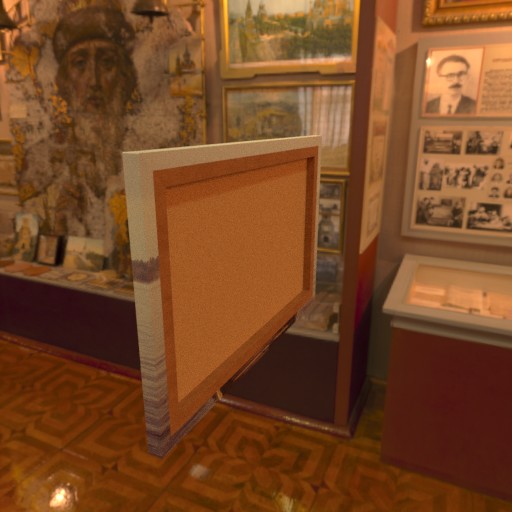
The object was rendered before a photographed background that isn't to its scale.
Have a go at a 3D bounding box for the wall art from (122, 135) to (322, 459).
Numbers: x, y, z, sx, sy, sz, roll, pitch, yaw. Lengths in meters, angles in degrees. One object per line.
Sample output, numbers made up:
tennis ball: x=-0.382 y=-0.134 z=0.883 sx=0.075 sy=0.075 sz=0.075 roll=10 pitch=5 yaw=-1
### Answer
wall art: x=0.000 y=0.000 z=1.208 sx=0.037 sy=0.609 sz=0.916 roll=8 pitch=19 yaw=26
